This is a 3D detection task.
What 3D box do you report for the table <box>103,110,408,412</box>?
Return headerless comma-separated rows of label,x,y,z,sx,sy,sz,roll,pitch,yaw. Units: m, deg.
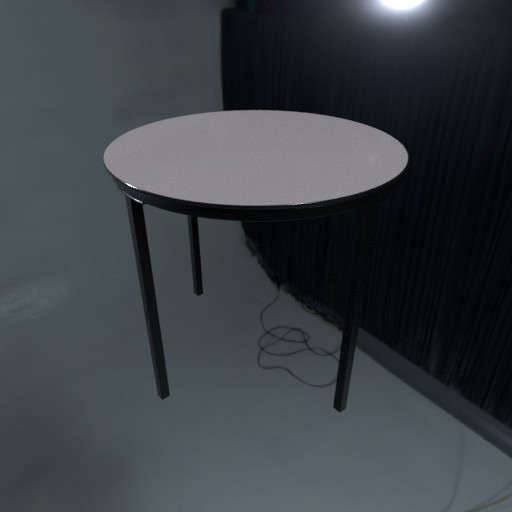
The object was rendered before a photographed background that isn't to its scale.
table,0.000,0.000,0.868,0.499,0.443,0.499,0,31,0
